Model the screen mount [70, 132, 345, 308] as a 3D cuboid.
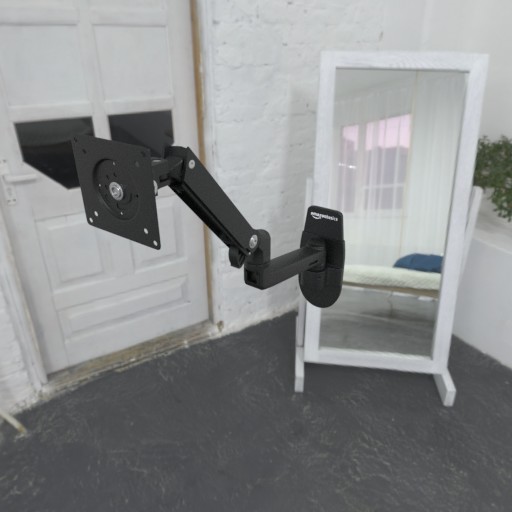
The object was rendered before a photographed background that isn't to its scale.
[{"bbox_3d":[0.000,0.000,0.707,0.115,0.466,0.495,18,33,30],"label":"screen mount"}]
